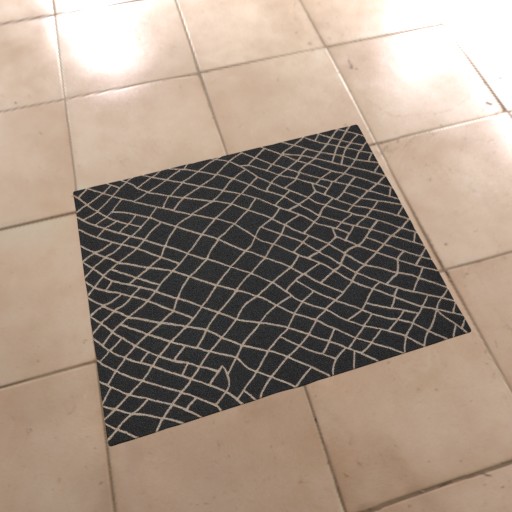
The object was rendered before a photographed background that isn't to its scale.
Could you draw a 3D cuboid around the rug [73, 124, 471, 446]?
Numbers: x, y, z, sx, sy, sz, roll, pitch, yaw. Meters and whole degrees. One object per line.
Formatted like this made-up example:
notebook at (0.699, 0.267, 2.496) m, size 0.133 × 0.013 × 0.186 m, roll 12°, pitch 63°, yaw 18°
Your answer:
rug at (0.000, 0.000, 4.047) m, size 3.047 × 0.022 × 2.439 m, roll -15°, pitch 63°, yaw -8°
